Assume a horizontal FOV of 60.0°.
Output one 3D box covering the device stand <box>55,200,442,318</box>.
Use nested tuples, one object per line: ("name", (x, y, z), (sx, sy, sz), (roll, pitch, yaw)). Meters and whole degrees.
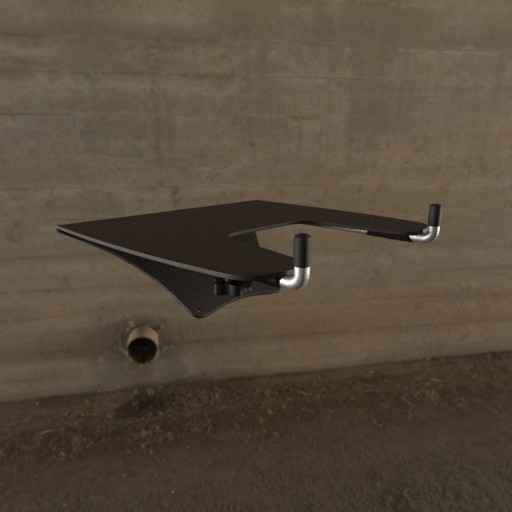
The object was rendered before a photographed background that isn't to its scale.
("device stand", (0.000, 0.000, 0.362), (0.230, 0.092, 0.230), (14, 20, 43))
